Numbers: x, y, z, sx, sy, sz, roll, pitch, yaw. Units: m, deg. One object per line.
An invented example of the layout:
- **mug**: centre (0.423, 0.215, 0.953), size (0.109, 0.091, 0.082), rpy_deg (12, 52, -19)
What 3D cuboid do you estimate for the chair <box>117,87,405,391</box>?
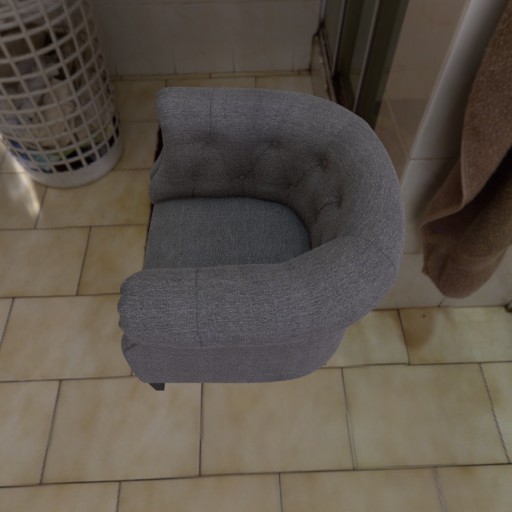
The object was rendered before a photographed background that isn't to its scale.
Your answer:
- **chair**: centre (0.000, 0.000, 1.570), size (0.852, 0.827, 0.905), rpy_deg (0, 58, 0)
